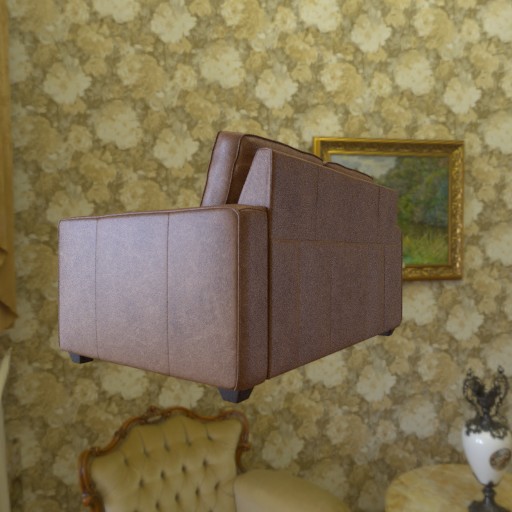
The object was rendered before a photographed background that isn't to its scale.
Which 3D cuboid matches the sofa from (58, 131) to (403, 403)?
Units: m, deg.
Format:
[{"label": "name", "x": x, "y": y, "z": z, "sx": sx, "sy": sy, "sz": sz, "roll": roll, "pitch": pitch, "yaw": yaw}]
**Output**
[{"label": "sofa", "x": 0.000, "y": 0.000, "z": 2.185, "sx": 1.020, "sy": 0.896, "sz": 1.532, "roll": 0, "pitch": 1, "yaw": 36}]
